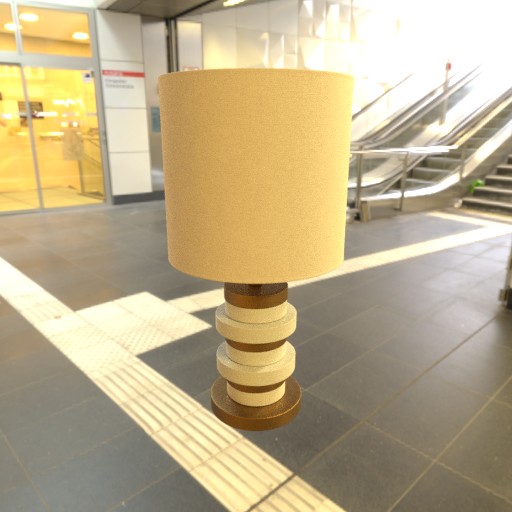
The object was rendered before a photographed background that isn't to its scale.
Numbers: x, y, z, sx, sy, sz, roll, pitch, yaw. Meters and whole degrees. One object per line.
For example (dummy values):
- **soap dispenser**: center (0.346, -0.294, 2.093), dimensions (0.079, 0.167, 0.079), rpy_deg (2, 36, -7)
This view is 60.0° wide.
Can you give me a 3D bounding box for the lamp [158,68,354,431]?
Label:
- **lamp**: center (0.000, 0.000, 0.540), dimensions (0.210, 0.410, 0.210), rpy_deg (8, 19, 26)
